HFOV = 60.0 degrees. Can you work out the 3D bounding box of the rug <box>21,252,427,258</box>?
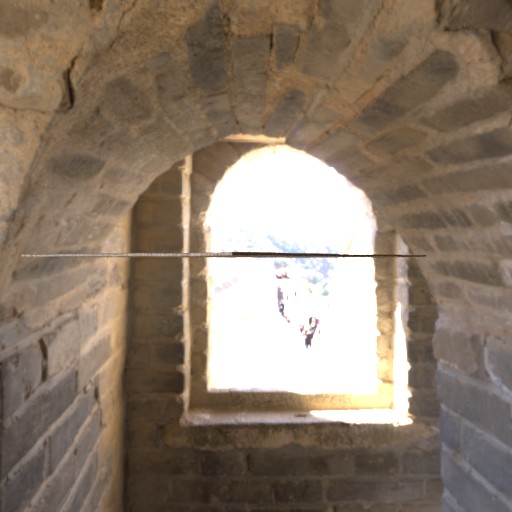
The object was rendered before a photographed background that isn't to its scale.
[{"bbox_3d":[0.000,0.000,2.311,1.211,0.018,1.822,0,0,37],"label":"rug"}]
